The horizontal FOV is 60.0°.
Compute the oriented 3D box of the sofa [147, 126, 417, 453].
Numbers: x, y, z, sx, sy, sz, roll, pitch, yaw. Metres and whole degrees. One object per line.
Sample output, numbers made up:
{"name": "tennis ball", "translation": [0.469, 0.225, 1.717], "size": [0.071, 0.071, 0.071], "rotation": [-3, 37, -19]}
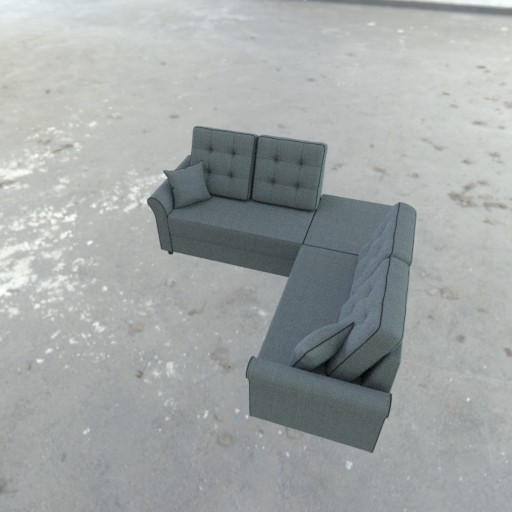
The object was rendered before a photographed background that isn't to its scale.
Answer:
{"name": "sofa", "translation": [0.000, 0.000, 3.238], "size": [2.068, 0.988, 2.070], "rotation": [12, 42, 14]}
